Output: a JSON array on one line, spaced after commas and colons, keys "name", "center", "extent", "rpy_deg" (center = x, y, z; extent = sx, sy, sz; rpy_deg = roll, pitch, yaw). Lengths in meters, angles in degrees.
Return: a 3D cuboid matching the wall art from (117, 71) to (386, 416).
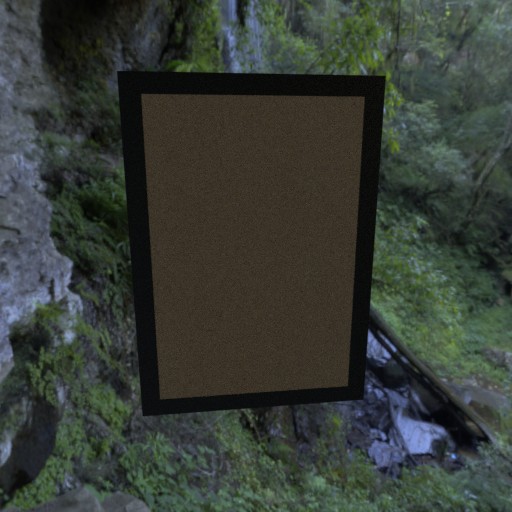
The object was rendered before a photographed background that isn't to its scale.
[{"name": "wall art", "center": [0.000, 0.000, 0.696], "extent": [0.381, 0.534, 0.013], "rpy_deg": [-2, 15, -7]}]
